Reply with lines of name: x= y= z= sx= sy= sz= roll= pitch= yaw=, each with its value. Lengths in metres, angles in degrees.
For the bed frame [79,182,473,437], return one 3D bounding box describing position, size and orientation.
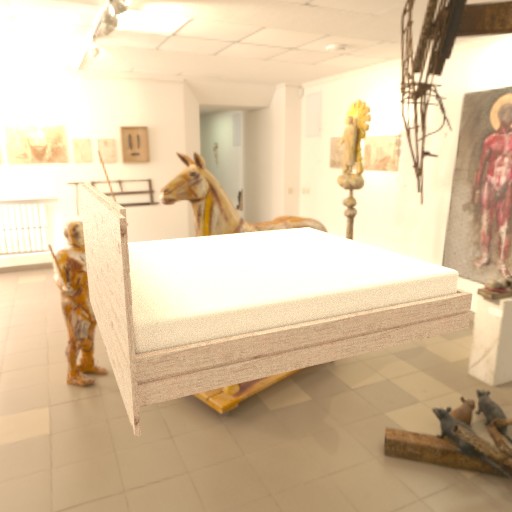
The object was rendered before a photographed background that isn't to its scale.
bed frame: x=0.000 y=0.000 z=3.089 sx=2.080 sy=0.970 sz=1.950 roll=-6 pitch=15 yaw=-25
